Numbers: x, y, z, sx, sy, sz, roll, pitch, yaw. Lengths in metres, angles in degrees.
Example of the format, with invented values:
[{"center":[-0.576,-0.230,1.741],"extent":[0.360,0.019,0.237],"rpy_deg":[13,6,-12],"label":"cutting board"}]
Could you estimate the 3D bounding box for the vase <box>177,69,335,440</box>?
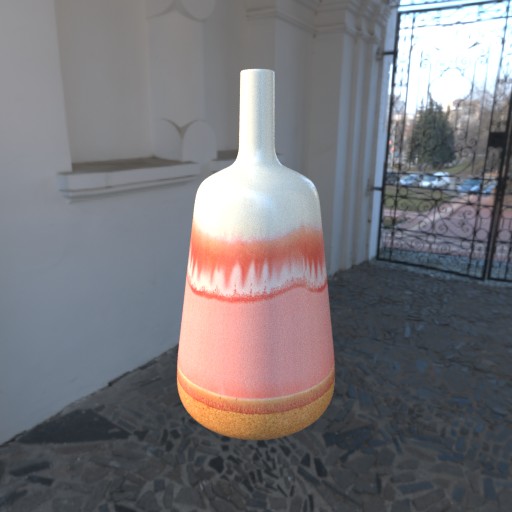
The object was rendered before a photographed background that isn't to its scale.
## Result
[{"center":[0.000,0.000,0.382],"extent":[0.144,0.296,0.144],"rpy_deg":[0,16,0],"label":"vase"}]
